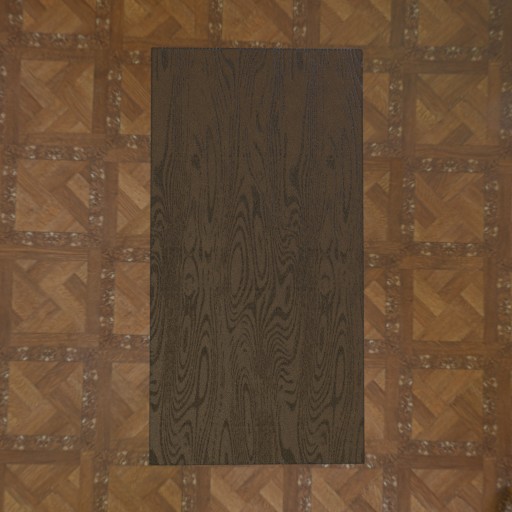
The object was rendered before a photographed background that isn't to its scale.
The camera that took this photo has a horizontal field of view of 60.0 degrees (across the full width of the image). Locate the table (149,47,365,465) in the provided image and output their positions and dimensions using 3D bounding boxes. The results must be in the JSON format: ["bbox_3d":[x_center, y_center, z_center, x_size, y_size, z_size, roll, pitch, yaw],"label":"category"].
[{"bbox_3d":[0.000,0.000,2.485,1.016,0.762,1.981,0,89,-1],"label":"table"}]
